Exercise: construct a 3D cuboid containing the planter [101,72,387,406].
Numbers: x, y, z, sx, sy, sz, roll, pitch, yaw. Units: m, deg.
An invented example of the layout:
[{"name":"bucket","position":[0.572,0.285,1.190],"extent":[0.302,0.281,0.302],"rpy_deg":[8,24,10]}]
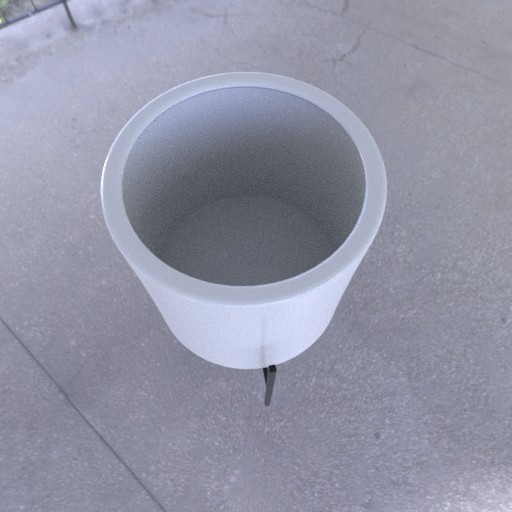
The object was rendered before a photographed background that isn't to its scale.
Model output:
[{"name":"planter","position":[0.000,0.000,0.727],"extent":[0.361,0.480,0.360],"rpy_deg":[-33,68,-15]}]
